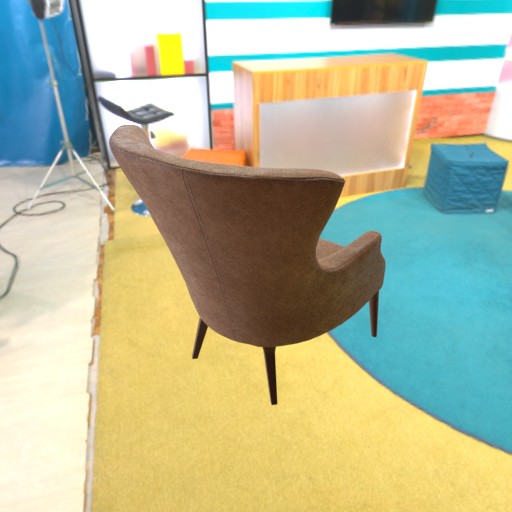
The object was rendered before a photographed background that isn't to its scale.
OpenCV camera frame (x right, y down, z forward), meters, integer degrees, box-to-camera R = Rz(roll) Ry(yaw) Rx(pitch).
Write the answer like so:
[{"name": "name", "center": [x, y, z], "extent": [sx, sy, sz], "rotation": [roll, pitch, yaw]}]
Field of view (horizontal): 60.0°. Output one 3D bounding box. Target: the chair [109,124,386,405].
[{"name": "chair", "center": [0.000, 0.000, 1.737], "extent": [0.846, 1.067, 0.955], "rotation": [21, 37, 30]}]
